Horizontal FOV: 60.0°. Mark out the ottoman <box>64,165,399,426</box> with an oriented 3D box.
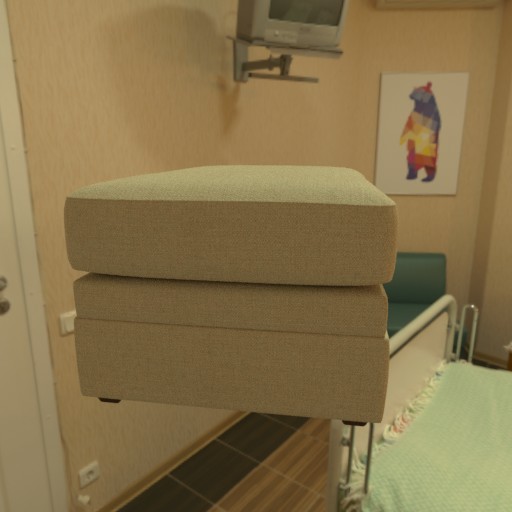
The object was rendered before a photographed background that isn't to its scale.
[{"bbox_3d":[0.000,0.000,1.225,0.637,0.478,0.885,2,14,9],"label":"ottoman"}]
